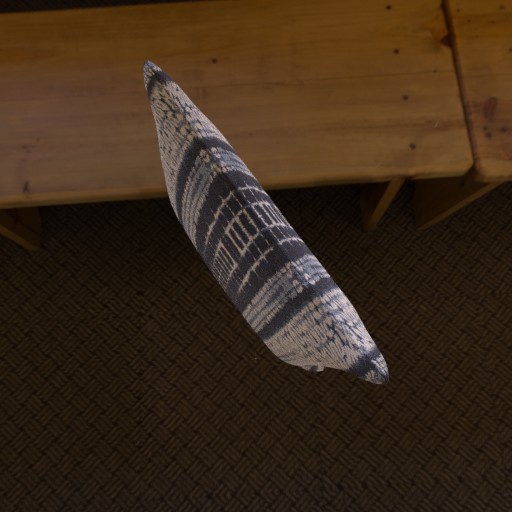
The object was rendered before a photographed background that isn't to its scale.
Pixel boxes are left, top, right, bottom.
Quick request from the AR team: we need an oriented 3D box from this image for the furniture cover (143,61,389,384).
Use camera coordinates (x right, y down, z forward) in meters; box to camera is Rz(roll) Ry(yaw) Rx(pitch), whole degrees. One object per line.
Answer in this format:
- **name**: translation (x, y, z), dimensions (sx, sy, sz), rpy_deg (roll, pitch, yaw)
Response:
- **furniture cover**: translation (0.000, 0.000, 0.663), dimensions (0.133, 0.435, 0.425), rpy_deg (-35, 79, -8)
